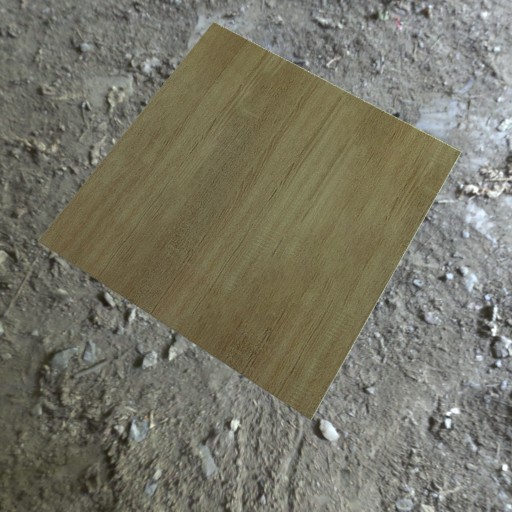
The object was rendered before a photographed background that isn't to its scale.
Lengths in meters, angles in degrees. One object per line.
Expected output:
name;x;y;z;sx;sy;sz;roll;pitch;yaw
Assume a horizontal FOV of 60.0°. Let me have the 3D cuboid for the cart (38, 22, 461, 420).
cart;0.000;0.000;1.117;0.520;0.762;0.521;31;77;8
